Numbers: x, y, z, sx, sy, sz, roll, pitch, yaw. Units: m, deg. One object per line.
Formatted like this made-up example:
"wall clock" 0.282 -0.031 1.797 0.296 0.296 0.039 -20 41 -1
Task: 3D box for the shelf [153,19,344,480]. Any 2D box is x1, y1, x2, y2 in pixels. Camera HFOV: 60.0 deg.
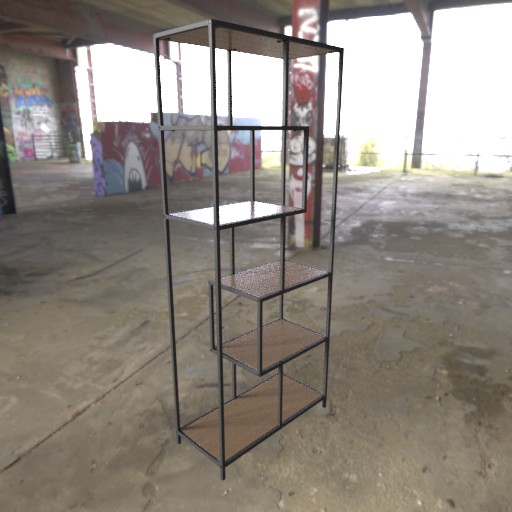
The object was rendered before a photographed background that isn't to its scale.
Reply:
"shelf" 0.000 0.000 2.091 0.350 1.850 0.770 15 22 43
